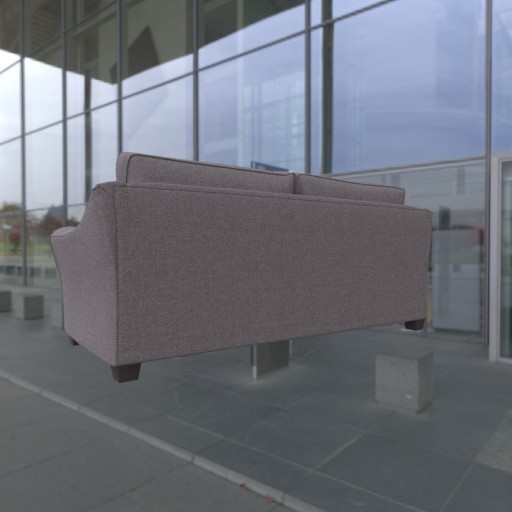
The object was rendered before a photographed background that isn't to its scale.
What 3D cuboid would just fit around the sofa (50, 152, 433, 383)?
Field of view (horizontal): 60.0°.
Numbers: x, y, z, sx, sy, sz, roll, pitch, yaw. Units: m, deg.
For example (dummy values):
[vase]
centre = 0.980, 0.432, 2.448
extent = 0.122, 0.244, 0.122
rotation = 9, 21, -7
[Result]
[sofa]
centre = 0.000, 0.000, 2.725
extent = 2.203, 0.976, 1.013
rotation = -1, 1, -35
